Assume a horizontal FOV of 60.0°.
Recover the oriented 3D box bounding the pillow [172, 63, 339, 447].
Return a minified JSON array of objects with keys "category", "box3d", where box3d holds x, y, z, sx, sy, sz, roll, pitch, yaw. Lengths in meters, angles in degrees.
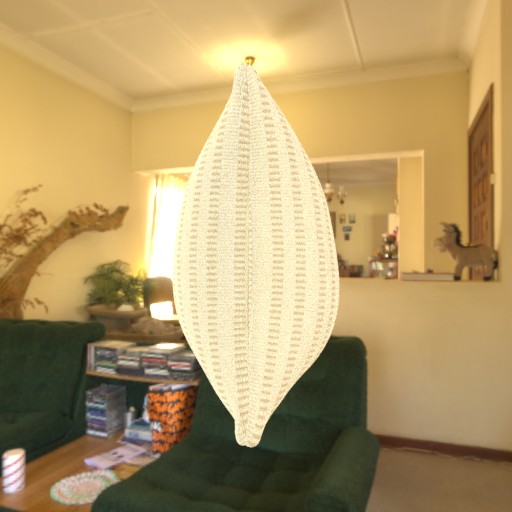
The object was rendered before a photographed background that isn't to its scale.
[{"category":"pillow","box3d":[0.000,0.000,0.692,0.247,0.419,0.438,0,0,3]}]
